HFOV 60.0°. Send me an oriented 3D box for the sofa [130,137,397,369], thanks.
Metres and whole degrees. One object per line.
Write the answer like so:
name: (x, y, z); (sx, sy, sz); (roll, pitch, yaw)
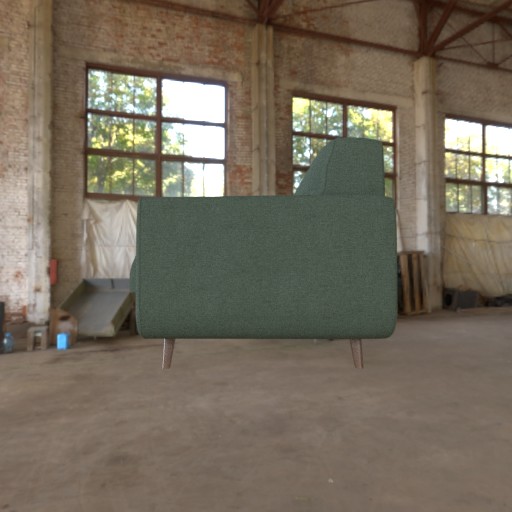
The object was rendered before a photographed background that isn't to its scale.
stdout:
sofa: (0.000, 0.000, 2.448); (0.909, 0.841, 2.029); (0, -1, 0)
